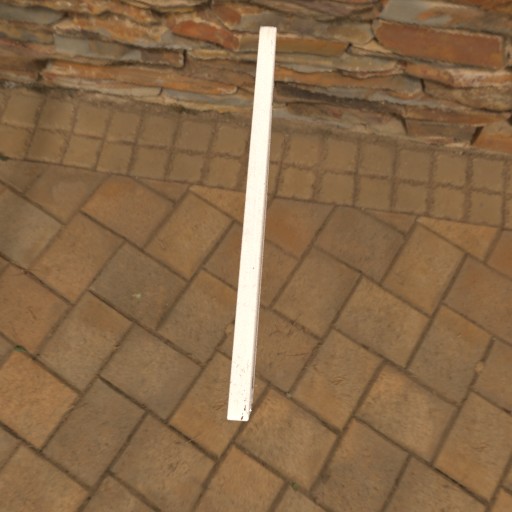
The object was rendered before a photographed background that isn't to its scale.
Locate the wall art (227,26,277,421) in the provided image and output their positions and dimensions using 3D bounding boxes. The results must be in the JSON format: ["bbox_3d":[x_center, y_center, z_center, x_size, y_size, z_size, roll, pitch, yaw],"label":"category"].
[{"bbox_3d":[0.000,0.000,1.164,0.038,0.762,0.762,4,74,1],"label":"wall art"}]
